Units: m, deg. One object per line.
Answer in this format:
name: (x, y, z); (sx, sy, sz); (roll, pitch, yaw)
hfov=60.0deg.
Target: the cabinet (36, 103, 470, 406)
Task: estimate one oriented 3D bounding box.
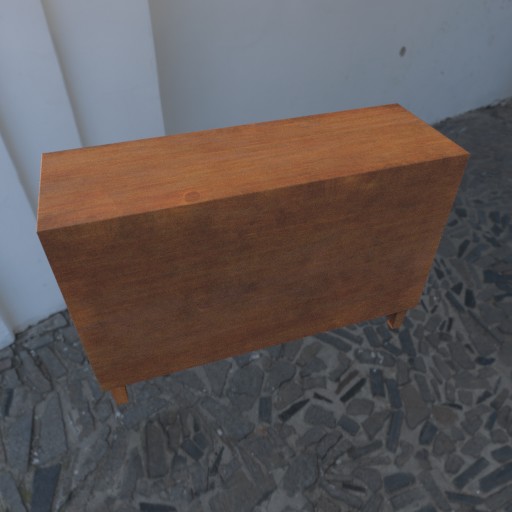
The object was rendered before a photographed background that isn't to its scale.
cabinet: (0.000, 0.000, 1.576); (1.204, 0.805, 0.403); (-12, 42, -14)
